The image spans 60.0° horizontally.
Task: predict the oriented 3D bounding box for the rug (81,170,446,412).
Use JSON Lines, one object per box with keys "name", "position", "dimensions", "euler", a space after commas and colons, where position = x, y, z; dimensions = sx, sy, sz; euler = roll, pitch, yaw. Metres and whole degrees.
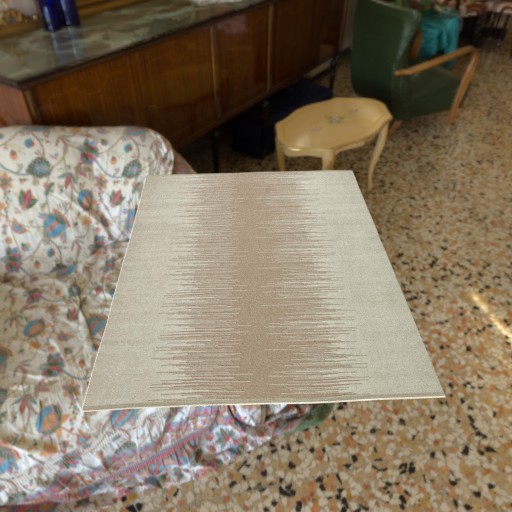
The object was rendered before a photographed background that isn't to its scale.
{"name": "rug", "position": [0.000, 0.000, 4.109], "dimensions": [2.438, 0.013, 3.048], "euler": [-2, 41, -2]}
